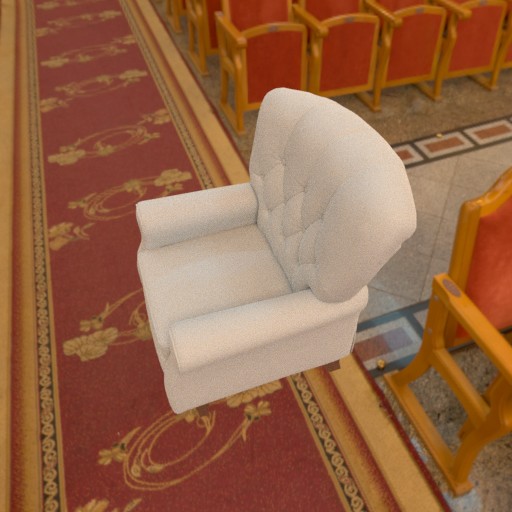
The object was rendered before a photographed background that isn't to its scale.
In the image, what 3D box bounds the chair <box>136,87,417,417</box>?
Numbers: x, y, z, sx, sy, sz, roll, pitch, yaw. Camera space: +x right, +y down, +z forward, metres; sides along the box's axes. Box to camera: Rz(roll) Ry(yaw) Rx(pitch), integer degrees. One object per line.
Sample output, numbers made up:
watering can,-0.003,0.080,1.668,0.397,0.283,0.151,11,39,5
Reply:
chair,0.000,0.000,2.131,1.128,1.217,1.090,-14,48,-14
